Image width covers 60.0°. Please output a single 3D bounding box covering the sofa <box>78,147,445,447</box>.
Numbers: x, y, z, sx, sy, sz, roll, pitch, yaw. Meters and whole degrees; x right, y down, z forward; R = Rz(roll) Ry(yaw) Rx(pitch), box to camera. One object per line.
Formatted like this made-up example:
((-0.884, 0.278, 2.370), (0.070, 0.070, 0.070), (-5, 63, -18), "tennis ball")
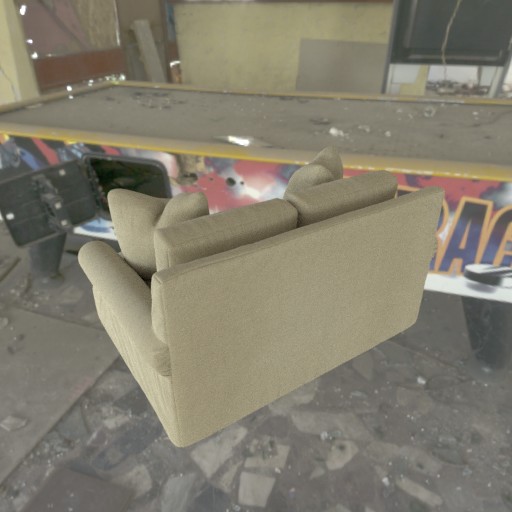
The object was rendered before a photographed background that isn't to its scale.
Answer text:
((0.000, 0.000, 2.246), (1.550, 0.905, 1.070), (-18, 34, -30), "sofa")
